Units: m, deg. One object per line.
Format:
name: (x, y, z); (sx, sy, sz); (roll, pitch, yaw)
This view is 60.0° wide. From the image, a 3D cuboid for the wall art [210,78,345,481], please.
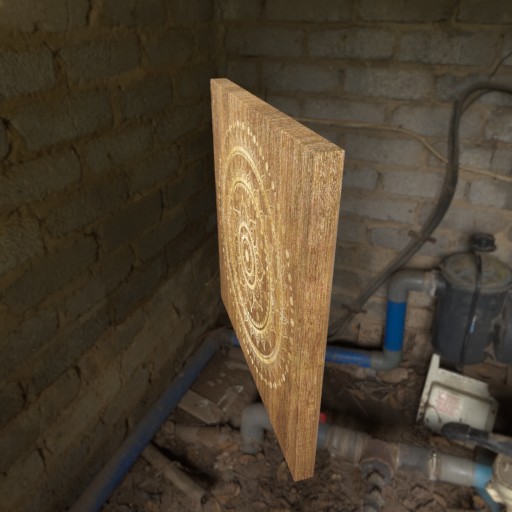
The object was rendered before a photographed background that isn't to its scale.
wall art: (0.000, 0.000, 0.909); (0.042, 0.608, 0.611); (-8, 30, -14)
